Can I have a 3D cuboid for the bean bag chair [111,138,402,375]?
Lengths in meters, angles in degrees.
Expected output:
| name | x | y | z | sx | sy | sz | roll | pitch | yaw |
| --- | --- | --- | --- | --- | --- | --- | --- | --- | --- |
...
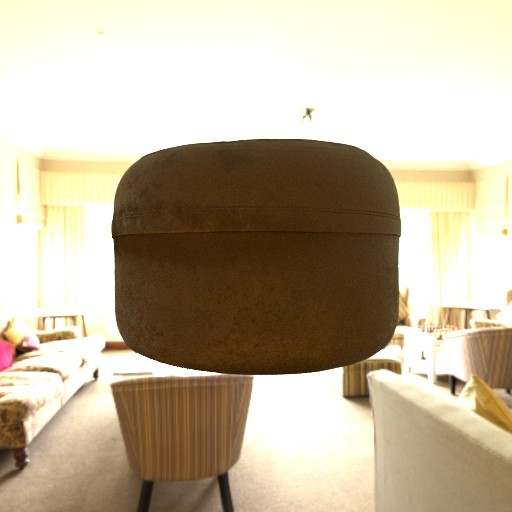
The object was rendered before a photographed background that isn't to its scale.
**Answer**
| name | x | y | z | sx | sy | sz | roll | pitch | yaw |
| --- | --- | --- | --- | --- | --- | --- | --- | --- | --- |
| bean bag chair | 0.000 | 0.000 | 1.466 | 0.918 | 0.605 | 0.918 | 0 | 0 | 0 |
